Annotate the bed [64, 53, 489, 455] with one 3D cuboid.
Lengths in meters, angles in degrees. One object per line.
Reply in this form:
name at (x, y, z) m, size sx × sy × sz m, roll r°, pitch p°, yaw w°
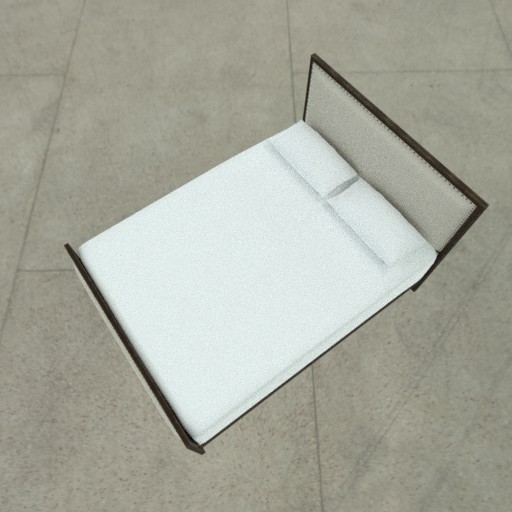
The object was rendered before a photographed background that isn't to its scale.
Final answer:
bed at (0.000, 0.000, 3.184) m, size 2.221 × 1.313 × 1.607 m, roll -33°, pitch 68°, yaw -15°
